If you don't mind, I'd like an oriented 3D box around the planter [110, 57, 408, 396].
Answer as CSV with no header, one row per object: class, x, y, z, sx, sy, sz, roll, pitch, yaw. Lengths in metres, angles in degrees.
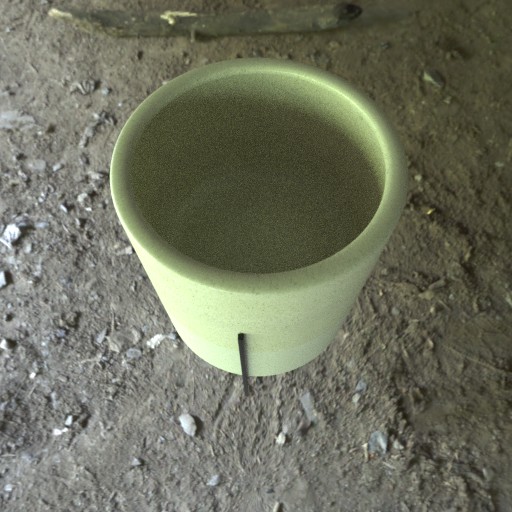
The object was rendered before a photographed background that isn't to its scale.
planter,0.000,0.000,0.697,0.333,0.483,0.324,34,68,16
